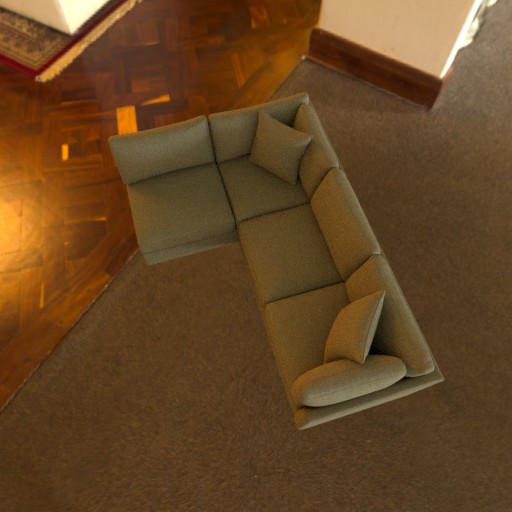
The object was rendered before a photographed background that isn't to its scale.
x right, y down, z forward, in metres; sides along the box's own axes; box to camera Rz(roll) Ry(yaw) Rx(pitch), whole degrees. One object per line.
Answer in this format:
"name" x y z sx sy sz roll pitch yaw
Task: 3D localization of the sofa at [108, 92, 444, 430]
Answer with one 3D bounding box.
"sofa" 0.000 0.000 3.868 1.994 0.978 2.896 -15 65 -7
